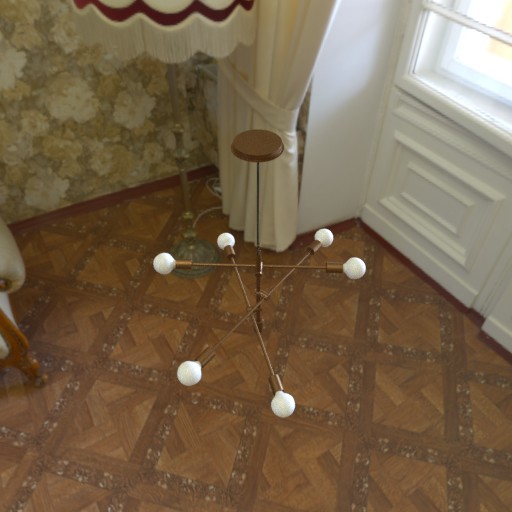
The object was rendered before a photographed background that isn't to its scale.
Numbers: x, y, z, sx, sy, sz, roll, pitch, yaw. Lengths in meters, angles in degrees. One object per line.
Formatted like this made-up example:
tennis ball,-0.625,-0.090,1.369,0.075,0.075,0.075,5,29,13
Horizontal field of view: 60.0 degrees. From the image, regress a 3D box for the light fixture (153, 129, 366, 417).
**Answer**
light fixture,0.000,0.000,1.268,0.637,0.744,0.682,9,46,9
